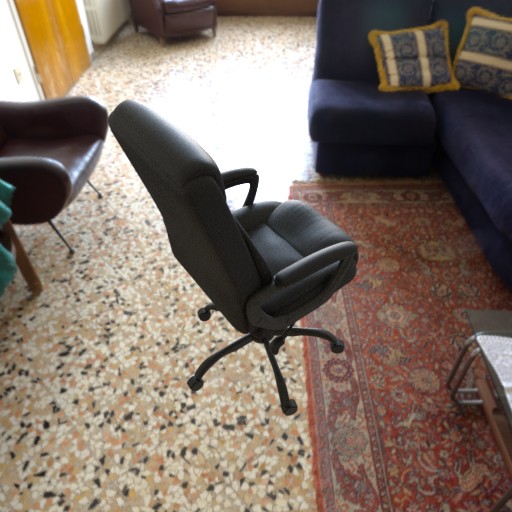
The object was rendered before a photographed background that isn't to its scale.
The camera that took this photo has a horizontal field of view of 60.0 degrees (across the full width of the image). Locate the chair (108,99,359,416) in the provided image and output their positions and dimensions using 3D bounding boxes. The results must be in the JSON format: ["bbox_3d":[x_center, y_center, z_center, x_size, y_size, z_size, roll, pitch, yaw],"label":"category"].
[{"bbox_3d":[0.000,0.000,1.480,0.655,1.072,0.615,-25,47,-25],"label":"chair"}]
